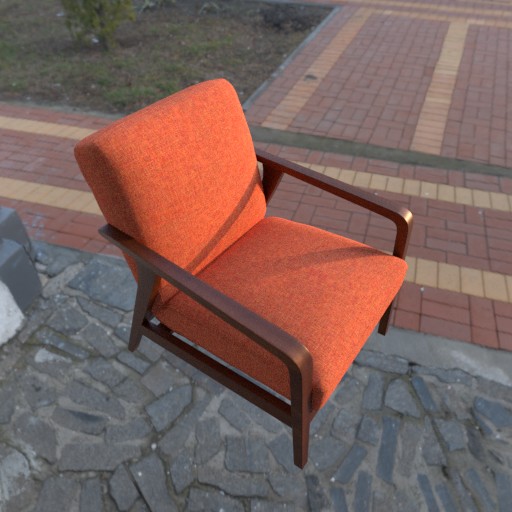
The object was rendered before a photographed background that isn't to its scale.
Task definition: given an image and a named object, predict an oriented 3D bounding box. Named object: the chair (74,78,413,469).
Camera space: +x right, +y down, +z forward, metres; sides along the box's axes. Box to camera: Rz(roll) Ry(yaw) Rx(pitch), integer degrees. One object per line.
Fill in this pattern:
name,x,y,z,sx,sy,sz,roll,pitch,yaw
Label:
chair,0.000,0.000,1.476,0.860,0.890,0.719,25,48,25
